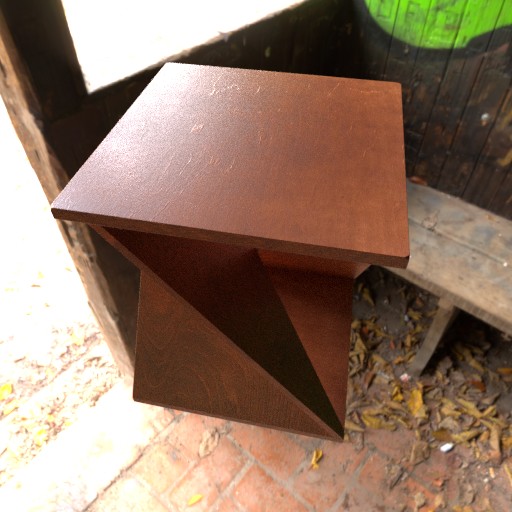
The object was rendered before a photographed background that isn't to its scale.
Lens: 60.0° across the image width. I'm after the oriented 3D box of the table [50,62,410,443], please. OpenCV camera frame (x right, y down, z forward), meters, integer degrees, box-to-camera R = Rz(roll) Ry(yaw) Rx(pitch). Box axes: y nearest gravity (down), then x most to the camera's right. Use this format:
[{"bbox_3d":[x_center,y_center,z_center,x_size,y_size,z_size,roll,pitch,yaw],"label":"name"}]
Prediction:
[{"bbox_3d":[0.000,0.000,0.841,0.427,0.520,0.427,8,47,8],"label":"table"}]
